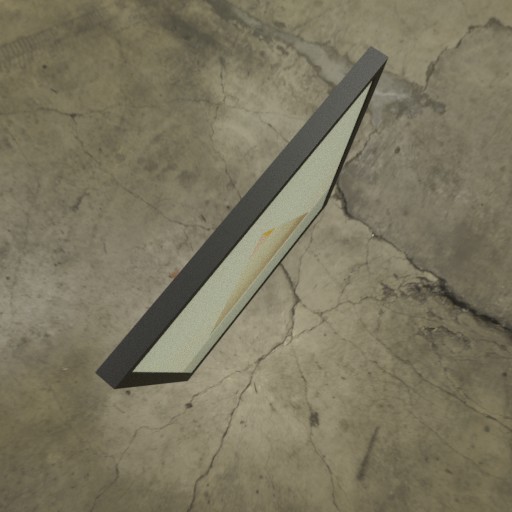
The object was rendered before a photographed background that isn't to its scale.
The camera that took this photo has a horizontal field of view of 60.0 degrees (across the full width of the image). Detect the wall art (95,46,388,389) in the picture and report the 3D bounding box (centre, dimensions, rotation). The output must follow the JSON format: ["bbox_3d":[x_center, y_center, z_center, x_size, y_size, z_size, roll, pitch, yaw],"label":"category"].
[{"bbox_3d":[0.000,0.000,1.140,0.042,0.766,0.769,37,78,9],"label":"wall art"}]
